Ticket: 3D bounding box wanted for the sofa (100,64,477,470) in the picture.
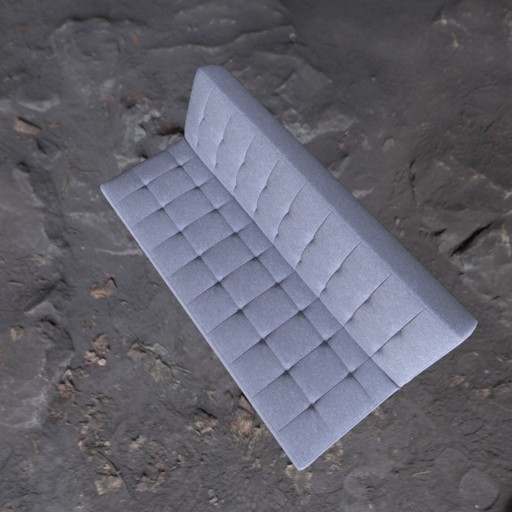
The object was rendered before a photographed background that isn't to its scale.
[{"bbox_3d":[0.000,0.000,2.223,0.860,0.810,1.800,-34,68,-15],"label":"sofa"}]
